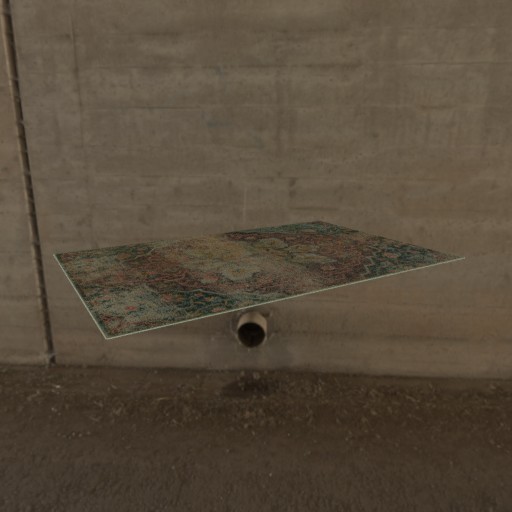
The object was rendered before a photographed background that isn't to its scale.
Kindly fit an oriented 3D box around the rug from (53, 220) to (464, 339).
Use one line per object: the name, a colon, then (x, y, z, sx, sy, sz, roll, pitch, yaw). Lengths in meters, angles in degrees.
rug: (0.000, 0.000, 2.999, 2.363, 0.004, 1.566, -9, 18, -29)
